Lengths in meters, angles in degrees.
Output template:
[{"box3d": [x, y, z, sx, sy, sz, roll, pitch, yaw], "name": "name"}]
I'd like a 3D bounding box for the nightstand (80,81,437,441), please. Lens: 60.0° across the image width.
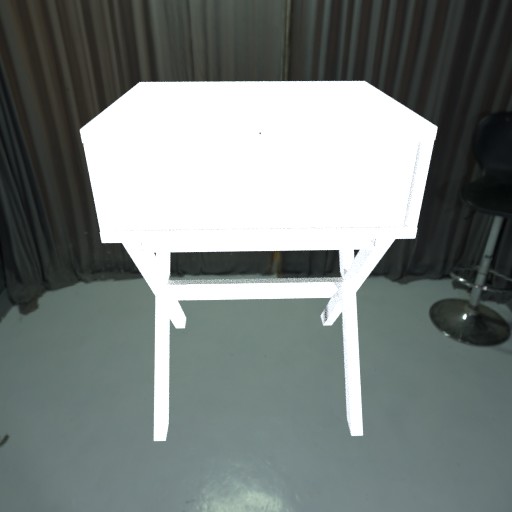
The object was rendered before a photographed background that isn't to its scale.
[{"box3d": [0.000, 0.000, 0.920, 0.479, 0.623, 0.402, -1, 30, -2], "name": "nightstand"}]
